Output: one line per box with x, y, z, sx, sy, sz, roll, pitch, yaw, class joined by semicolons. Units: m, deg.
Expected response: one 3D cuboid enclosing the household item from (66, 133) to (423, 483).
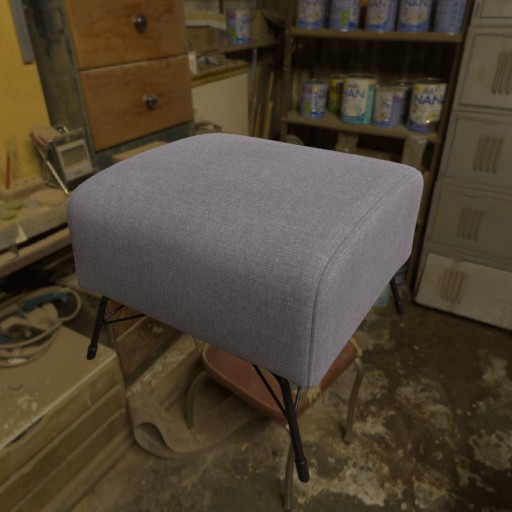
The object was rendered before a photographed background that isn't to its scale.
0.000;0.000;0.912;0.530;0.410;0.530;18;34;28;household item
